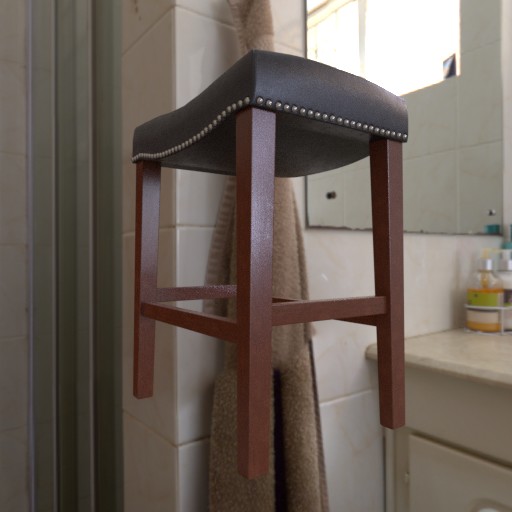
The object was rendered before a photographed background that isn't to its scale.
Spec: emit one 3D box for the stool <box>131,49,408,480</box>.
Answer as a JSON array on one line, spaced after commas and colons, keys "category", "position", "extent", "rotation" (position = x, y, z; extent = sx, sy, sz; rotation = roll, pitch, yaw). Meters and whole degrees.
[{"category": "stool", "position": [0.000, 0.000, 0.941], "extent": [0.372, 0.654, 0.504], "rotation": [0, 0, -35]}]
